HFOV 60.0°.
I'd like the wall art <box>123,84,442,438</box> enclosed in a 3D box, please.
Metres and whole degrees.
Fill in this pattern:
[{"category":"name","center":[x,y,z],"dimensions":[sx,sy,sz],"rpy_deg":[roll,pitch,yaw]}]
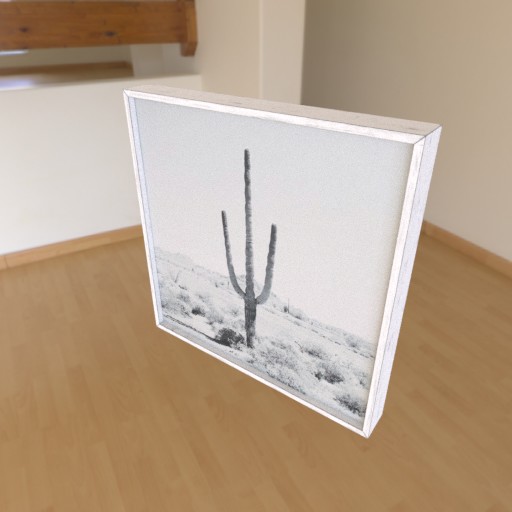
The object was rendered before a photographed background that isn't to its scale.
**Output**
[{"category":"wall art","center":[0.000,0.000,0.461],"dimensions":[0.305,0.305,0.038],"rpy_deg":[20,35,30]}]
